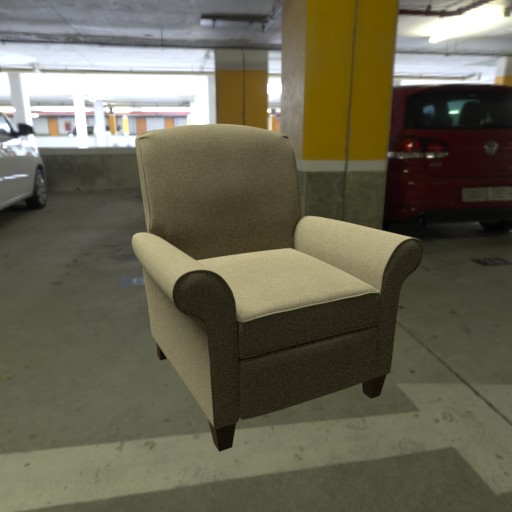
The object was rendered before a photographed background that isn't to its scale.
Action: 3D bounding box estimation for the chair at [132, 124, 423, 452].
[{"bbox_3d":[0.000,0.000,1.839,0.978,1.061,0.905,-8,18,-26],"label":"chair"}]
